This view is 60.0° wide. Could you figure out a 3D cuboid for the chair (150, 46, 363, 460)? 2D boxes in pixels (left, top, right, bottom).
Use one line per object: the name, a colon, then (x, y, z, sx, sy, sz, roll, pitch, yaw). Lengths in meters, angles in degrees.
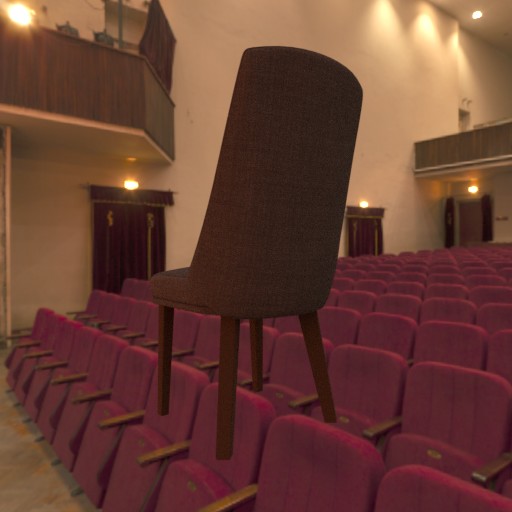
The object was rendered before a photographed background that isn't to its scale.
chair: (0.000, 0.000, 1.376, 0.510, 1.050, 0.577, -1, 1, -37)
